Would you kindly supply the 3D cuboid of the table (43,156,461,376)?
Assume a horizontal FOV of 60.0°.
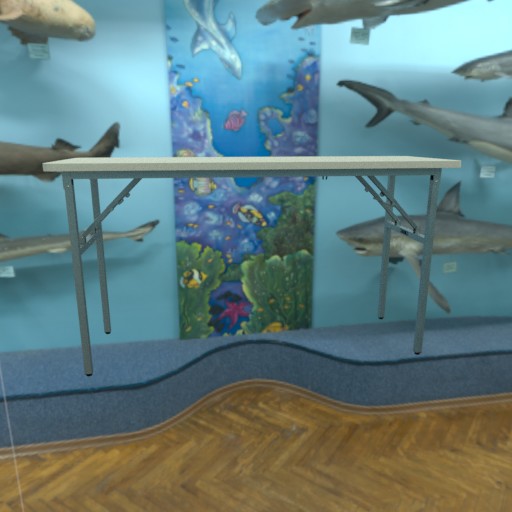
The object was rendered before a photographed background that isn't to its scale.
[{"bbox_3d":[0.000,0.000,1.754,1.397,0.750,0.446,-2,15,-7],"label":"table"}]
